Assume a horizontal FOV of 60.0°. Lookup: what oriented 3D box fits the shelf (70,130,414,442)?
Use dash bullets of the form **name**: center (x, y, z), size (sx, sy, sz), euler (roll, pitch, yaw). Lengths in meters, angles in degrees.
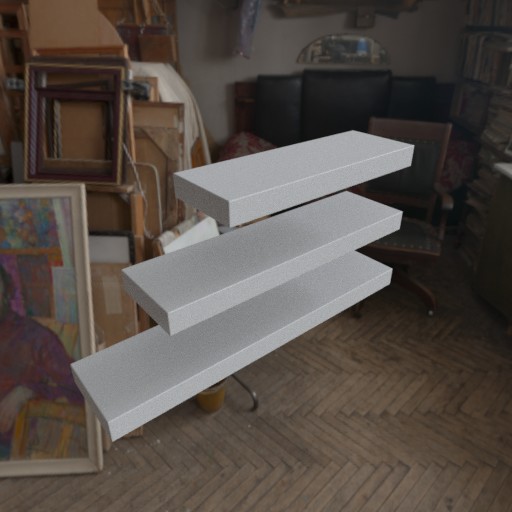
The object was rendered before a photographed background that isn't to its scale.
- **shelf**: center (0.000, 0.000, 0.735), size (0.610, 0.293, 0.140), euler (-22, 36, -33)
